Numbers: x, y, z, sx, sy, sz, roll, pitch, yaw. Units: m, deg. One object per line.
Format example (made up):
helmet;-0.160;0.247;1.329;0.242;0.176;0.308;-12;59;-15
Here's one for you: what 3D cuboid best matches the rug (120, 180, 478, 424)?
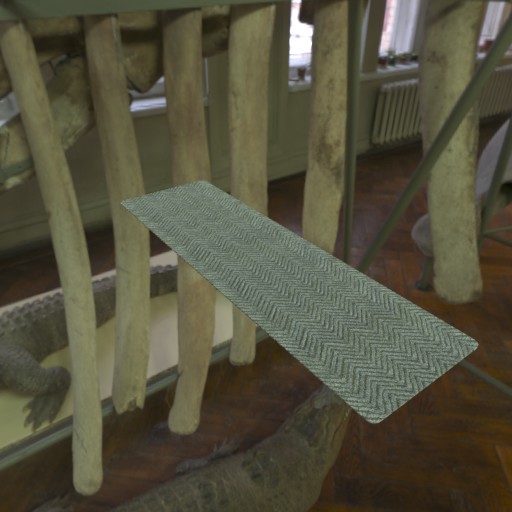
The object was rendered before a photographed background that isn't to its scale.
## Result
rug;0.000;0.000;2.488;0.686;0.008;2.286;-21;38;-30
